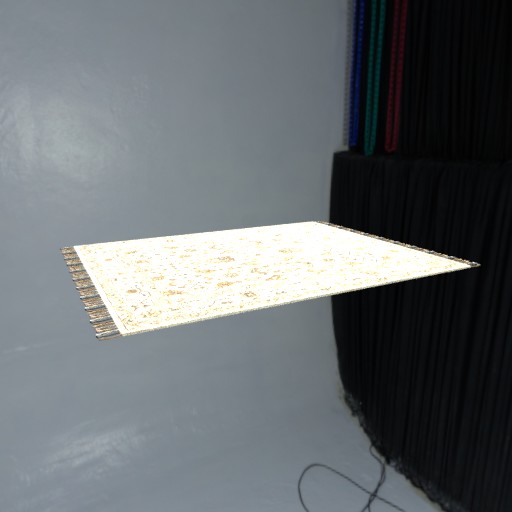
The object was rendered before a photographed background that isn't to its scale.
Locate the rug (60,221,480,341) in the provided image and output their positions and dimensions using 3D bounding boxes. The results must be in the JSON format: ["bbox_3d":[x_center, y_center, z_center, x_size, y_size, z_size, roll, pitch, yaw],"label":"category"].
[{"bbox_3d":[0.000,0.000,2.238,1.726,0.009,1.278,-8,17,-27],"label":"rug"}]
